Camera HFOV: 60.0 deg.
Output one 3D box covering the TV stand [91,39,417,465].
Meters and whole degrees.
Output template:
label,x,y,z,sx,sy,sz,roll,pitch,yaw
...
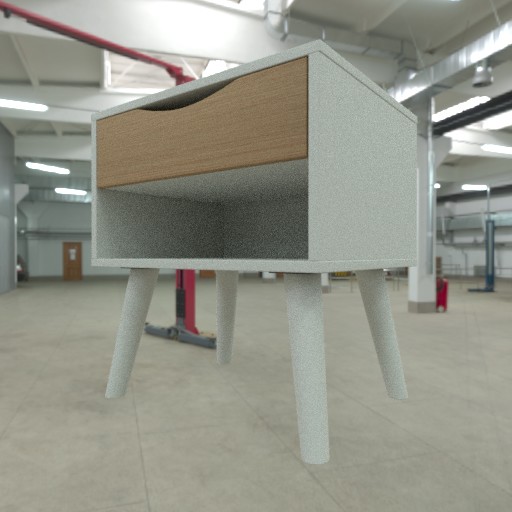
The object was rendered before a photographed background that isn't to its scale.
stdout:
label,x,y,z,sx,sy,sz,roll,pitch,yaw
TV stand,0.000,0.000,0.883,0.508,0.559,0.405,0,0,37
